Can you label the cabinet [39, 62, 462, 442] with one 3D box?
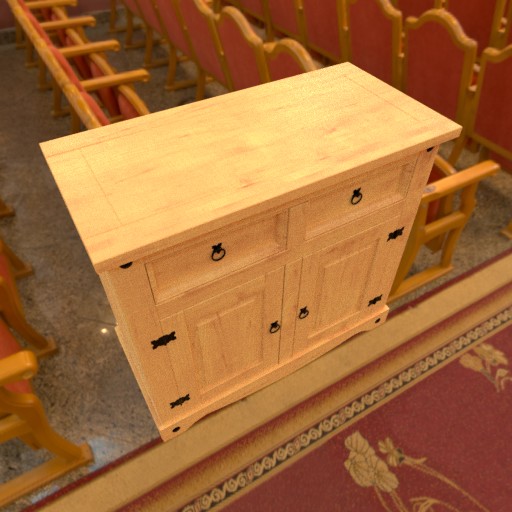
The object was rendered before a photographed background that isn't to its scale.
[{"bbox_3d":[0.000,0.000,1.370,0.920,0.840,0.450,-23,50,-21],"label":"cabinet"}]
